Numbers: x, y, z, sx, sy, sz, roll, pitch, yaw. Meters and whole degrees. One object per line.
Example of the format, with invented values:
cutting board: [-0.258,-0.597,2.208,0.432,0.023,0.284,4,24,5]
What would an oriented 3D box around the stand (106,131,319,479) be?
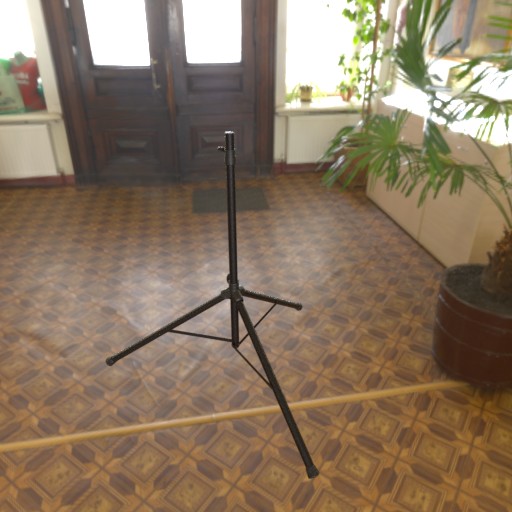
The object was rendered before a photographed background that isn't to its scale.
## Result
stand: [0.000,0.000,2.737,1.596,1.595,1.339,18,34,29]
